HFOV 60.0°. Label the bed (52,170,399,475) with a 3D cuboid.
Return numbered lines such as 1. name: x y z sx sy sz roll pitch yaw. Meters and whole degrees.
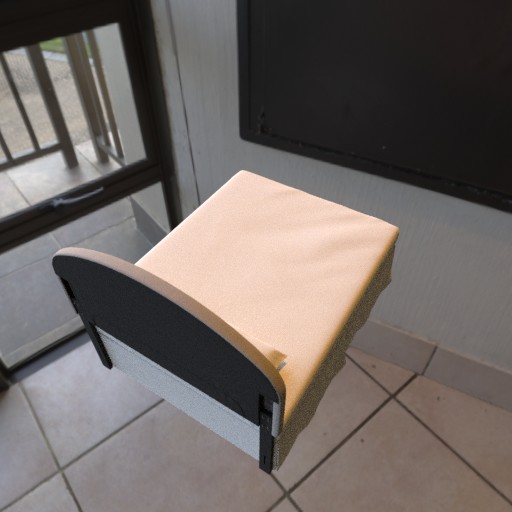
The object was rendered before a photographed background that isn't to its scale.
1. bed: 0.000 0.000 3.115 1.607 1.410 2.005 24 51 22
